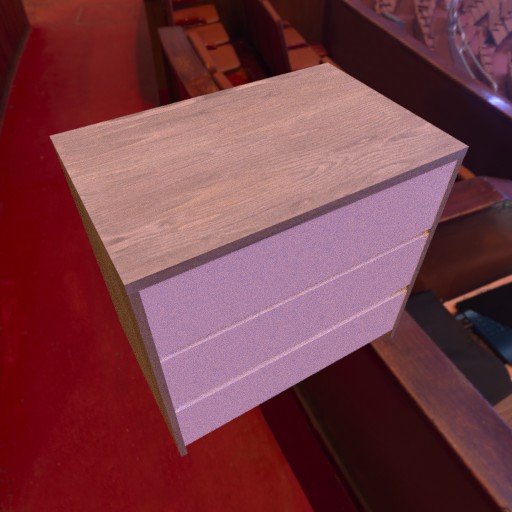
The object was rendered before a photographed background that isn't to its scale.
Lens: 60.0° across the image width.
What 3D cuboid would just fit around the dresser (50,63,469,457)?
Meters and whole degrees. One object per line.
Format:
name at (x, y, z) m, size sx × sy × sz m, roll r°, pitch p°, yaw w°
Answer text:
dresser at (0.000, 0.000, 1.296) m, size 0.809 × 0.762 × 0.529 m, roll -23°, pitch 50°, yaw -21°
